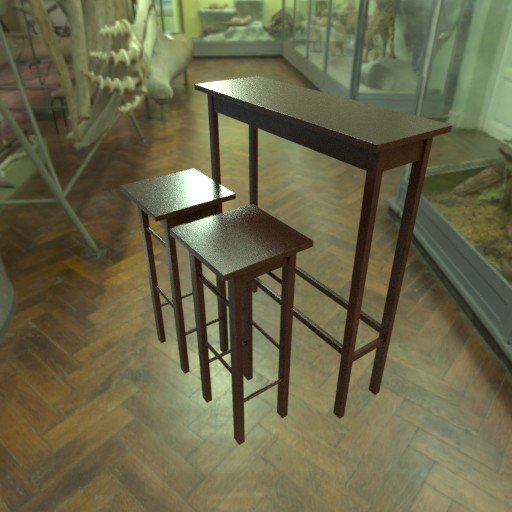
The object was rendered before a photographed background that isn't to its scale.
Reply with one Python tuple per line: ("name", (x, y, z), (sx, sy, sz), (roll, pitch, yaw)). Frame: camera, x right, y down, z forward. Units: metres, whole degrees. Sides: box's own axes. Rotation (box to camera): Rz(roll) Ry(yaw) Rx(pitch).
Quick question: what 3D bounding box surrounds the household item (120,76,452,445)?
("household item", (0.000, 0.000, 1.650), (0.676, 1.067, 0.914), (-21, 37, -30))
